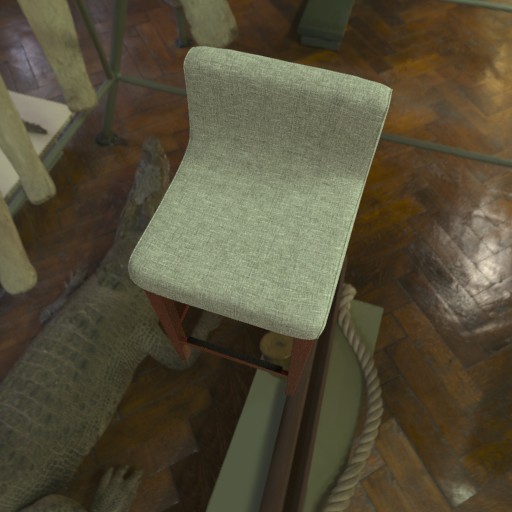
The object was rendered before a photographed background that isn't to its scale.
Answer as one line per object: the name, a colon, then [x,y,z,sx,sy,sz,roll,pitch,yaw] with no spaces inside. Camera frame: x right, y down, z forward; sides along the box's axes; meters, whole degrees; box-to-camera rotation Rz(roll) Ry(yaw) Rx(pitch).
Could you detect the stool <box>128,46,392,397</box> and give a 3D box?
stool: [0.000,0.000,1.125,0.417,0.835,0.459,16,60,9]
